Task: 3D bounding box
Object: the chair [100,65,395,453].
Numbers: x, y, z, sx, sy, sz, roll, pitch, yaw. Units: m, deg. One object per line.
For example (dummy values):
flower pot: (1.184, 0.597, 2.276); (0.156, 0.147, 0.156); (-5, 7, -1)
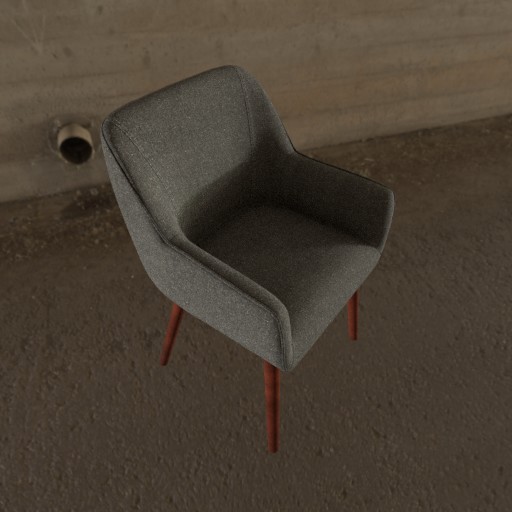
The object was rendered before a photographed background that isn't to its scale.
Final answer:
chair: (0.000, 0.000, 1.177); (0.519, 0.803, 0.543); (26, 47, 27)
